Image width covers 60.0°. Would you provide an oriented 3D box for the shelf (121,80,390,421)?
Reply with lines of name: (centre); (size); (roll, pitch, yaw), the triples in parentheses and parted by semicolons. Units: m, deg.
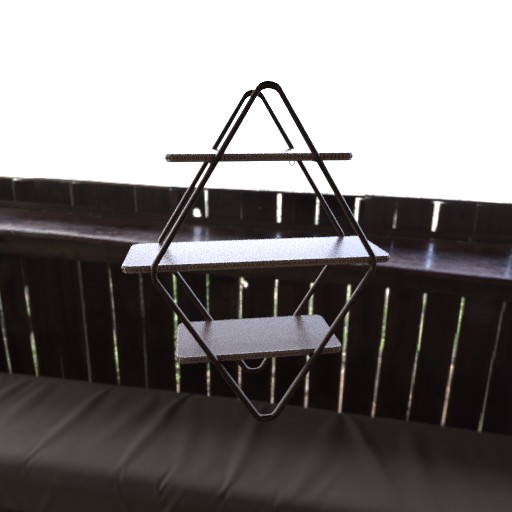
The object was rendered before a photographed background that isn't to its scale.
shelf: (0.000, 0.000, 1.073); (0.609, 0.774, 0.234); (-2, 16, -8)
